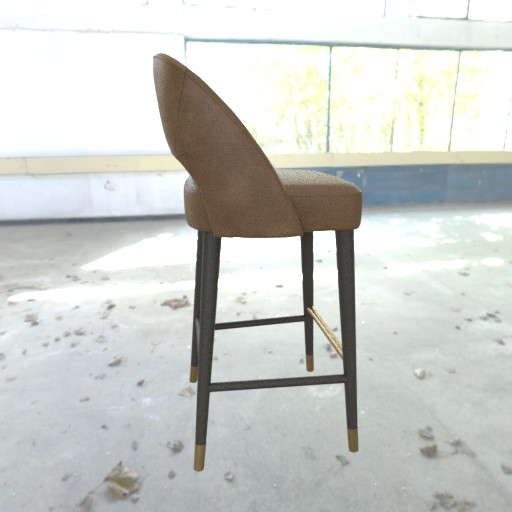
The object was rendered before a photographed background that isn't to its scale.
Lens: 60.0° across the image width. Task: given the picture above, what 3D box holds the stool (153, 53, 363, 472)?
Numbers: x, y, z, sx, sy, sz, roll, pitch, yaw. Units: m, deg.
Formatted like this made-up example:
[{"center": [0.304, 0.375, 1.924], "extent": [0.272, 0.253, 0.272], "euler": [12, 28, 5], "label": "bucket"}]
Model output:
[{"center": [0.000, 0.000, 1.261], "extent": [0.509, 1.037, 0.494], "euler": [-3, 17, -9], "label": "stool"}]
